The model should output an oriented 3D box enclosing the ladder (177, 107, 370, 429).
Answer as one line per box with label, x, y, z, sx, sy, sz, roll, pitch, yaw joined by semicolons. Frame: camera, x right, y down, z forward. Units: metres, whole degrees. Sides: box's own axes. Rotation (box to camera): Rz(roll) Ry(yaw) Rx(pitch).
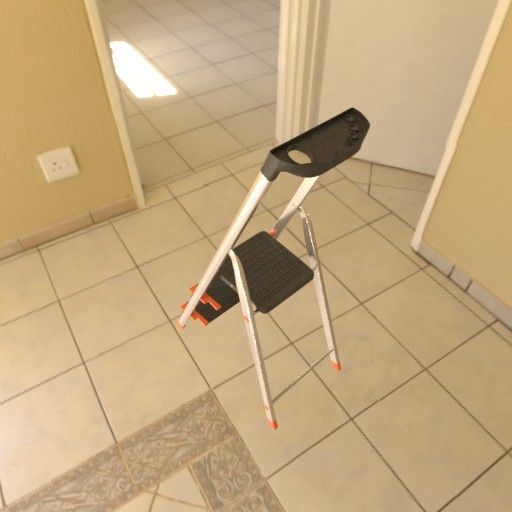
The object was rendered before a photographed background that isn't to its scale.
ladder;0.000;0.000;1.603;0.416;1.229;0.686;-33;56;-27
